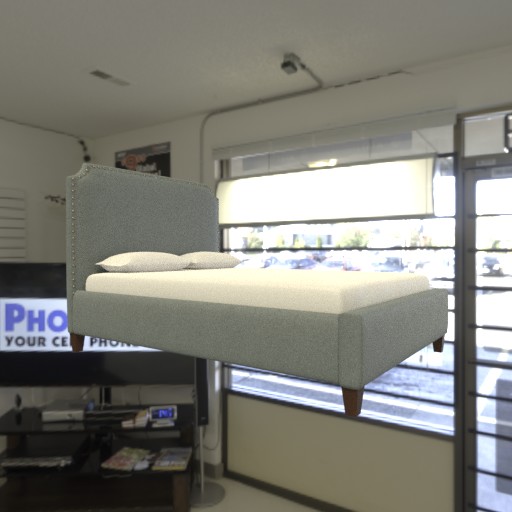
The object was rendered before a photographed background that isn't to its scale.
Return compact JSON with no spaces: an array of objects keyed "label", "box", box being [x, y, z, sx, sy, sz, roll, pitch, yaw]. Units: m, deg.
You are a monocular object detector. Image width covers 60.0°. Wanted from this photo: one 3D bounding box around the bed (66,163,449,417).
[{"label":"bed","box":[0.000,0.000,3.347,2.372,1.443,1.712,1,1,36]}]
